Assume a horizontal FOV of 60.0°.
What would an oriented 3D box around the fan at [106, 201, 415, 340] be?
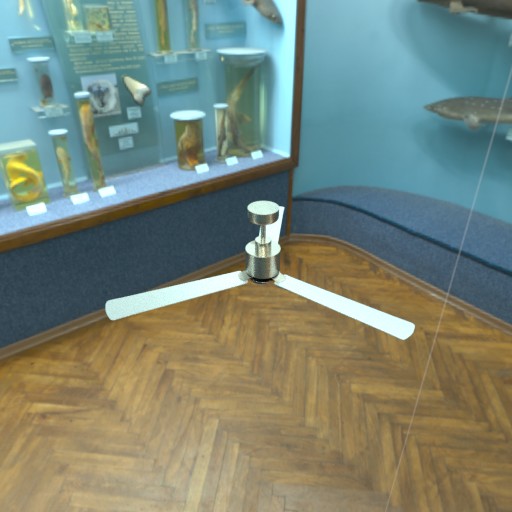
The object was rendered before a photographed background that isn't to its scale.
[{"bbox_3d":[0.000,0.000,2.392,1.531,0.446,1.561,-22,38,-30],"label":"fan"}]
